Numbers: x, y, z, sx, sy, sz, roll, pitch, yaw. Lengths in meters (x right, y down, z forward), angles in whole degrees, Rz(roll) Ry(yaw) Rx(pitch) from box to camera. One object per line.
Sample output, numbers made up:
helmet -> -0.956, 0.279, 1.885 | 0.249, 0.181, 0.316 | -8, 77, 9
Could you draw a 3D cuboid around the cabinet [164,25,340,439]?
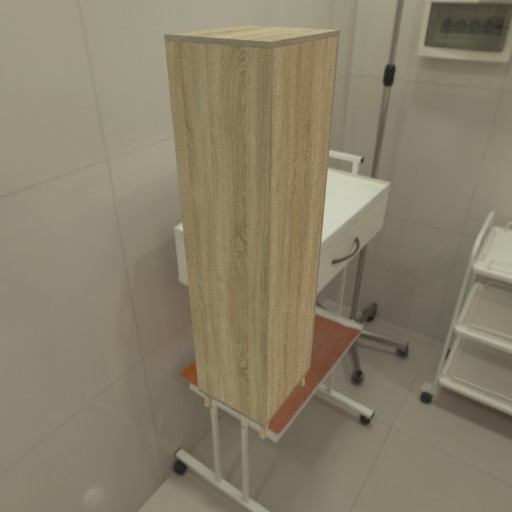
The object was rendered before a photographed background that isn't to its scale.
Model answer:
cabinet -> 0.000, 0.000, 2.167 | 0.450, 1.960, 0.510 | 19, 36, 28
